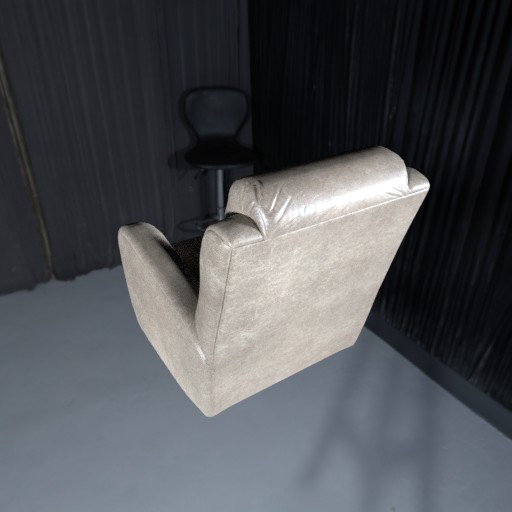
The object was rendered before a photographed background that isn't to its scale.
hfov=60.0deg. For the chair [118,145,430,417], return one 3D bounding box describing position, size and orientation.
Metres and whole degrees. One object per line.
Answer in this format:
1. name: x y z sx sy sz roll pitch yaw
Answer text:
1. chair: 0.000 0.000 1.997 0.967 1.116 1.068 -18 36 -28
